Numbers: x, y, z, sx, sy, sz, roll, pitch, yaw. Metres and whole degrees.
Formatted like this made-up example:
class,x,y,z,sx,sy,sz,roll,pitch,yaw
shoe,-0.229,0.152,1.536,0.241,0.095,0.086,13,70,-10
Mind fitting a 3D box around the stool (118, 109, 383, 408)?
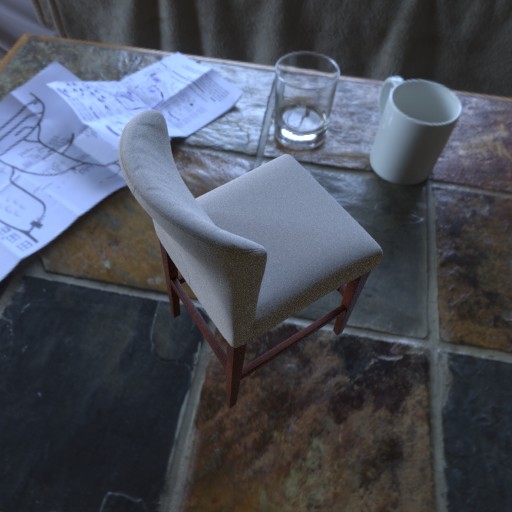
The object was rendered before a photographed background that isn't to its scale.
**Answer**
class,x,y,z,sx,sy,sz,roll,pitch,yaw
stool,0.000,0.000,1.325,0.568,0.968,0.479,-29,62,-17
